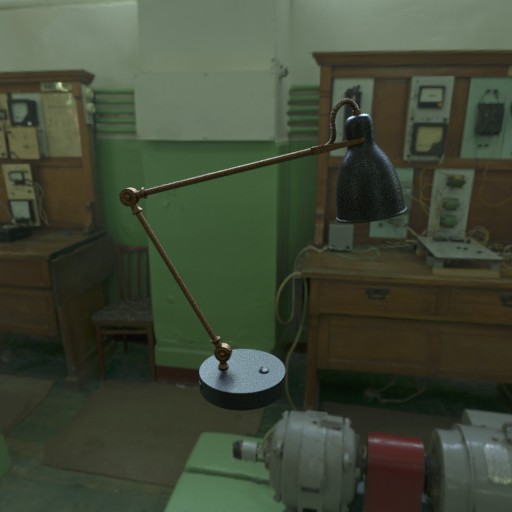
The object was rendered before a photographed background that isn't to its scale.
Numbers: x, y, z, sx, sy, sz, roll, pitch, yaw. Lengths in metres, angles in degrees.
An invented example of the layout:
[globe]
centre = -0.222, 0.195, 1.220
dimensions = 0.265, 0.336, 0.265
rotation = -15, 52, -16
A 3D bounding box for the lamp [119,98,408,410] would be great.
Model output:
[lamp]
centre = 0.000, 0.000, 0.883
dimensions = 0.561, 0.587, 0.187
rotation = 3, 16, 9
